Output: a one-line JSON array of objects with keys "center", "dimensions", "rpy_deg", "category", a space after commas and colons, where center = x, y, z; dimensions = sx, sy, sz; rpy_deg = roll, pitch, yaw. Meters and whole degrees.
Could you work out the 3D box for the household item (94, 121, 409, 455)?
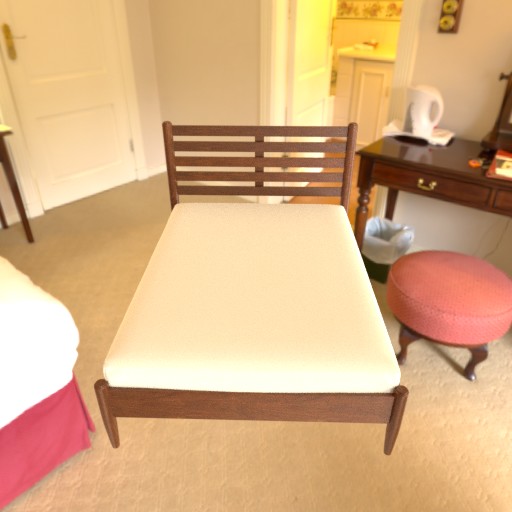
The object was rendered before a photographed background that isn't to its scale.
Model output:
[{"center": [0.000, 0.000, 3.170], "dimensions": [1.663, 1.356, 2.232], "rpy_deg": [1, 31, 1], "category": "household item"}]
